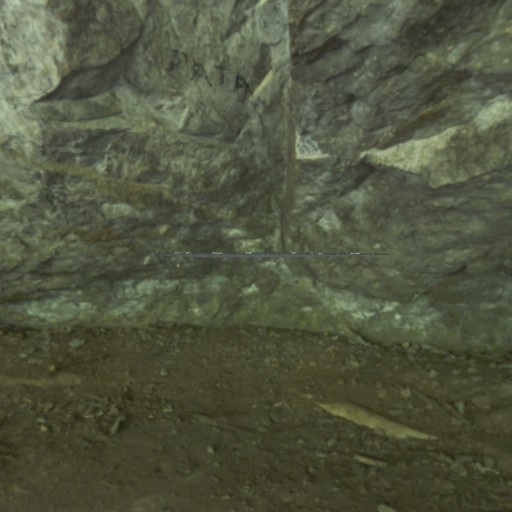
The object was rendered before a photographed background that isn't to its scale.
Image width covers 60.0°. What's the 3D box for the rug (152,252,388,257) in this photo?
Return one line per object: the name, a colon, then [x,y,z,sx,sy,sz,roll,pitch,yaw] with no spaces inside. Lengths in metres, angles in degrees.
rug: [0.000,0.000,2.713,0.807,0.010,2.476,0,0,-2]
